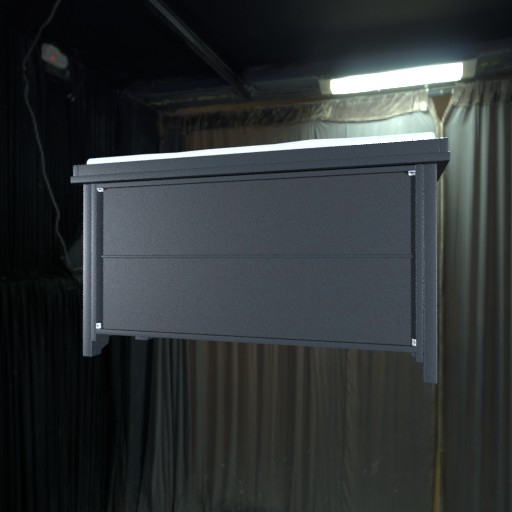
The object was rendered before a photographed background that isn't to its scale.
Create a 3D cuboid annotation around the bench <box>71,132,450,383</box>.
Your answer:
[{"bbox_3d":[0.000,0.000,1.250,0.973,0.561,0.345,0,0,17],"label":"bench"}]
